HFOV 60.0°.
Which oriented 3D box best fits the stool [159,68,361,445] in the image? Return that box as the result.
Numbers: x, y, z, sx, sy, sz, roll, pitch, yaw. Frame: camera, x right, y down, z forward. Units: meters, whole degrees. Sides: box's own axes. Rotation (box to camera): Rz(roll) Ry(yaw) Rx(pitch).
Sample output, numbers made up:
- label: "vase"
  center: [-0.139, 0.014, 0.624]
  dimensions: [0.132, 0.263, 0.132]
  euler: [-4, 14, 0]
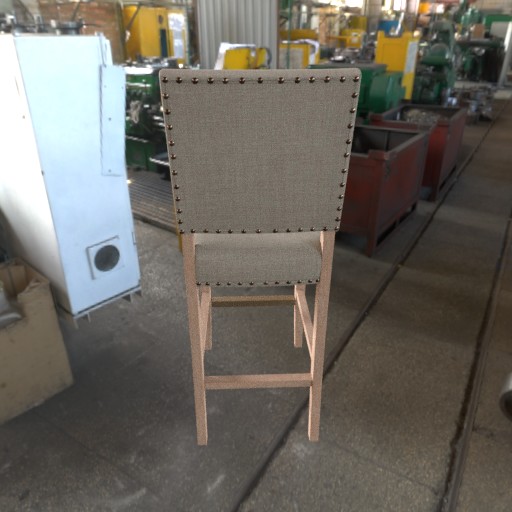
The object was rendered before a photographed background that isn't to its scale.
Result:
- label: "stool"
  center: [0.000, 0.000, 1.450]
  dimensions: [0.445, 1.173, 0.585]
  euler: [-1, 27, -2]
